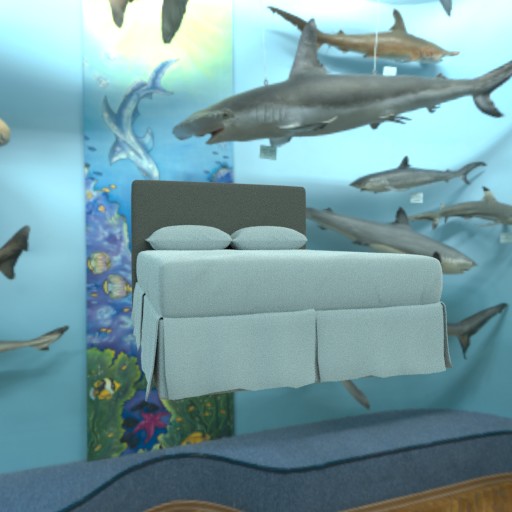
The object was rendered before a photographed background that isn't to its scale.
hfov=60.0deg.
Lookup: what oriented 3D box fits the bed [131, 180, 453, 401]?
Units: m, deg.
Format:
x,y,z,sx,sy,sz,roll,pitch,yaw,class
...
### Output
x,y,z,sx,sy,sz,roll,pitch,yaw,class
0.000,0.000,3.273,1.748,1.330,2.142,-1,2,-18,bed
